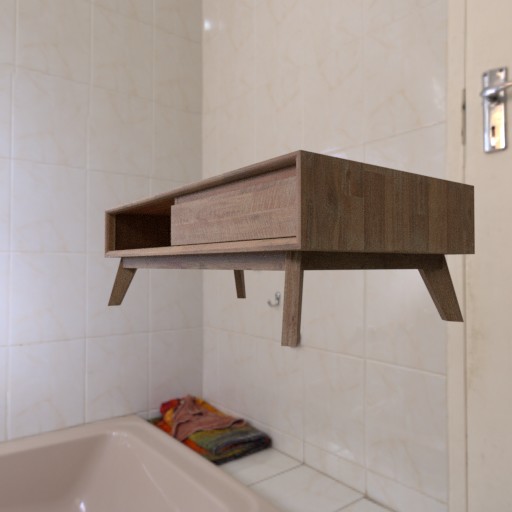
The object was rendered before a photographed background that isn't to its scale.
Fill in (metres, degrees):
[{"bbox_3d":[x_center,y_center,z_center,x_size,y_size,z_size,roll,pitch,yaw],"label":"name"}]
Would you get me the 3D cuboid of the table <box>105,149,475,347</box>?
[{"bbox_3d":[0.000,0.000,2.094,0.918,0.531,1.619,1,-1,-37],"label":"table"}]
